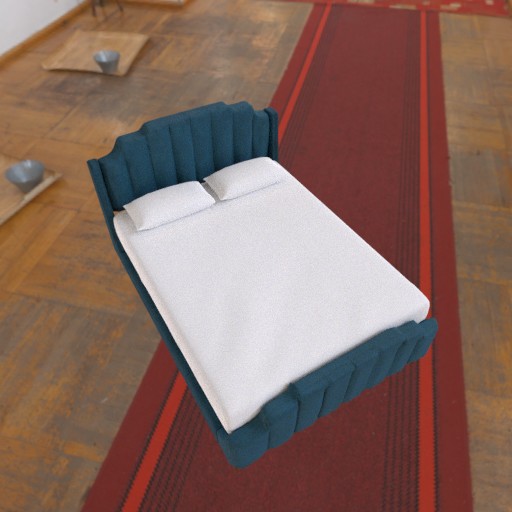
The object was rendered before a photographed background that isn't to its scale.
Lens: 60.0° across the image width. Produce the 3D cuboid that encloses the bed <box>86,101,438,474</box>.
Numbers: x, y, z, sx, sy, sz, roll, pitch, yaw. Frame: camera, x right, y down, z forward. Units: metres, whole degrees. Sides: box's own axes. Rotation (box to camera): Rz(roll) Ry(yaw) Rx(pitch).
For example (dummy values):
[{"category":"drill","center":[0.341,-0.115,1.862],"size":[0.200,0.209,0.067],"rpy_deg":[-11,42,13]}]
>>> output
[{"category":"bed","center":[0.000,0.000,3.361],"size":[1.676,1.351,2.322],"rpy_deg":[-23,50,-21]}]
